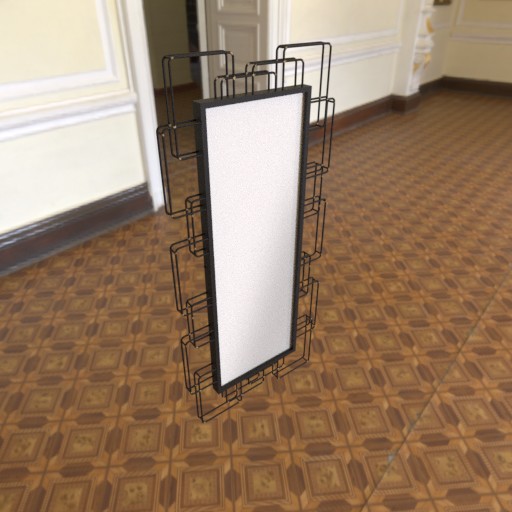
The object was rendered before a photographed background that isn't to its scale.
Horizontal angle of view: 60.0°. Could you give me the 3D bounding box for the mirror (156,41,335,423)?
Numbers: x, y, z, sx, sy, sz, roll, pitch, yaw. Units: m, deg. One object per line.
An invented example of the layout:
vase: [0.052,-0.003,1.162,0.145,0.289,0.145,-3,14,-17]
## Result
mirror: [0.000,0.000,1.395,0.565,1.192,0.037,-22,37,-31]
